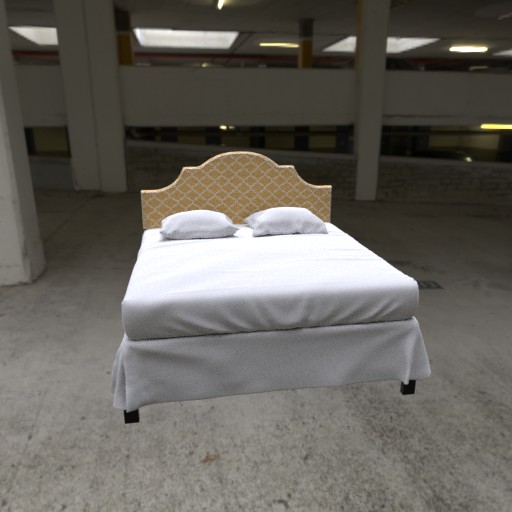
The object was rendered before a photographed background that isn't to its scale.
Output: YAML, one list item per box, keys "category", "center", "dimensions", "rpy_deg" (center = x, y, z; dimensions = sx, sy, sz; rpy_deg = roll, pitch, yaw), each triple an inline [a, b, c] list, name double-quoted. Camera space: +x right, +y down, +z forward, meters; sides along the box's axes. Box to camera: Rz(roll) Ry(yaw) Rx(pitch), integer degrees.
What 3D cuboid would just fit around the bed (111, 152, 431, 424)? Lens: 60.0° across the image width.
- category: "bed"
  center: [0.000, 0.000, 3.776]
  dimensions: [2.314, 1.601, 2.222]
  rpy_deg: [-3, 18, -9]
